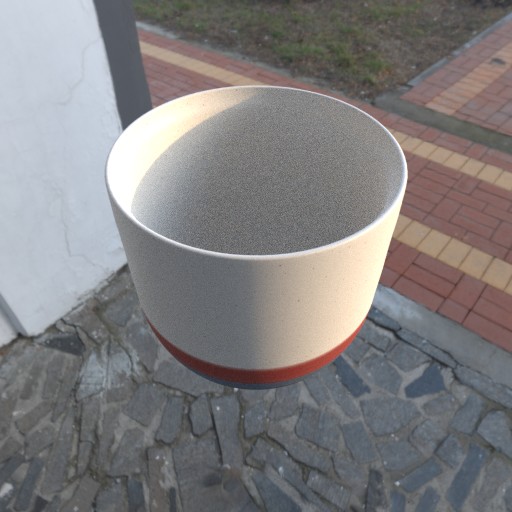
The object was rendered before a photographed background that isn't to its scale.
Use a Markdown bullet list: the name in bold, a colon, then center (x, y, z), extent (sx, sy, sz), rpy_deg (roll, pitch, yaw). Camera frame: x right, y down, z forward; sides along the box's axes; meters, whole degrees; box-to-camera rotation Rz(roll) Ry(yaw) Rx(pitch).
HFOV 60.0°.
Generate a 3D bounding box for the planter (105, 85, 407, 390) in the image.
- **planter**: center (0.000, 0.000, 0.495), extent (0.268, 0.270, 0.268), rpy_deg (0, 46, 0)
